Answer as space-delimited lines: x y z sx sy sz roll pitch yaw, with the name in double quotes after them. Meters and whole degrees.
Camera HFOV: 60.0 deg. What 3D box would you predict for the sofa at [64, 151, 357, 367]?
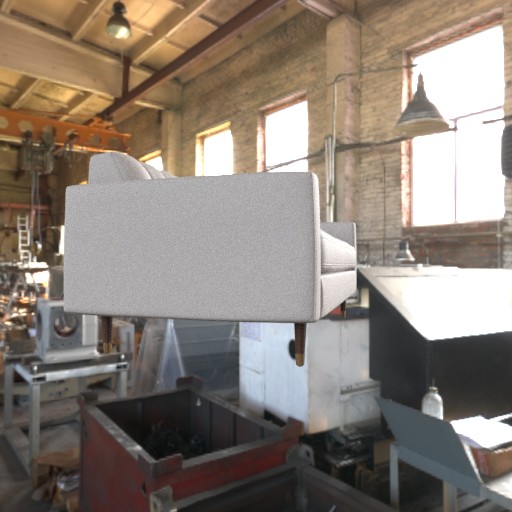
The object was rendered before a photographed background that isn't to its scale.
0.000 0.000 2.414 0.969 0.814 1.895 0 -1 17 "sofa"
